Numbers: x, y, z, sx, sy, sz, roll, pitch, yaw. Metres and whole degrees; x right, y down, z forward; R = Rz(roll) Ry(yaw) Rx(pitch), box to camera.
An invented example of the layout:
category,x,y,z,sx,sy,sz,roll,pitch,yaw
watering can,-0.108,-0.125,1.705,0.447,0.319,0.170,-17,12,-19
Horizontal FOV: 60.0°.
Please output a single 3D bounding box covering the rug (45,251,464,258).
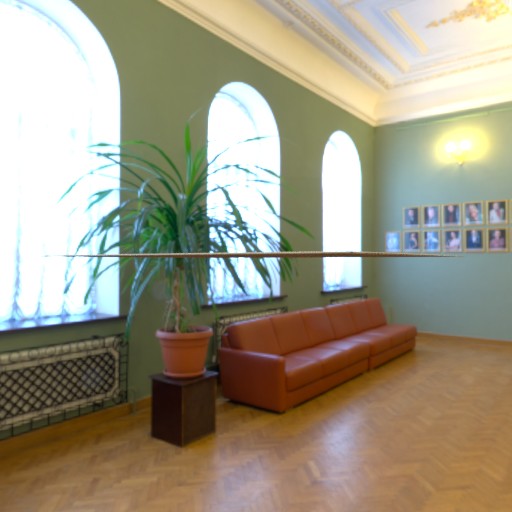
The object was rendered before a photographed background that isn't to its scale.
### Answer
category,x,y,z,sx,sy,sz,roll,pitch,yaw
rug,0.000,0.000,4.037,3.051,0.013,2.380,0,-1,36
